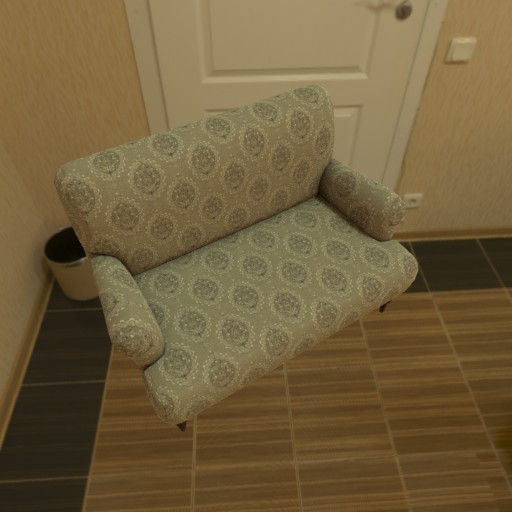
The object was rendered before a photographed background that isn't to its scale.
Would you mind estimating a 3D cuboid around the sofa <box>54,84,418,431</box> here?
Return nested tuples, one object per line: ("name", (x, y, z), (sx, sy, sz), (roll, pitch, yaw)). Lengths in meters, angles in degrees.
("sofa", (0.000, 0.000, 1.832), (1.297, 0.889, 0.779), (-25, 52, -21))
